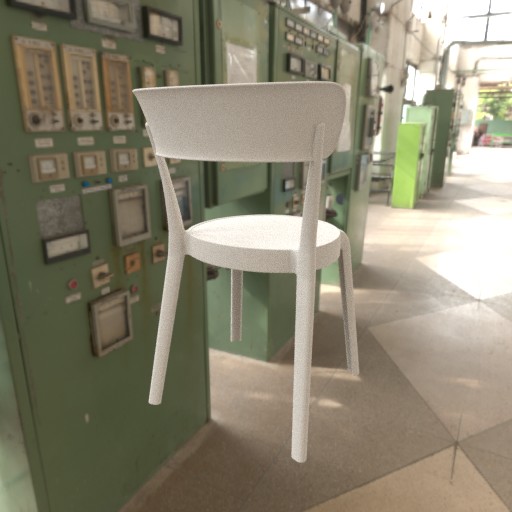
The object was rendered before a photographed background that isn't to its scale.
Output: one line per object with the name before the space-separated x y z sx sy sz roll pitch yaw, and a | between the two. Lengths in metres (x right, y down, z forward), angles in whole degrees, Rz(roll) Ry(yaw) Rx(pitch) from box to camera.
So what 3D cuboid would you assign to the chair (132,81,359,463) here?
chair | 0.000 0.000 1.130 0.506 0.790 0.491 9 19 28
